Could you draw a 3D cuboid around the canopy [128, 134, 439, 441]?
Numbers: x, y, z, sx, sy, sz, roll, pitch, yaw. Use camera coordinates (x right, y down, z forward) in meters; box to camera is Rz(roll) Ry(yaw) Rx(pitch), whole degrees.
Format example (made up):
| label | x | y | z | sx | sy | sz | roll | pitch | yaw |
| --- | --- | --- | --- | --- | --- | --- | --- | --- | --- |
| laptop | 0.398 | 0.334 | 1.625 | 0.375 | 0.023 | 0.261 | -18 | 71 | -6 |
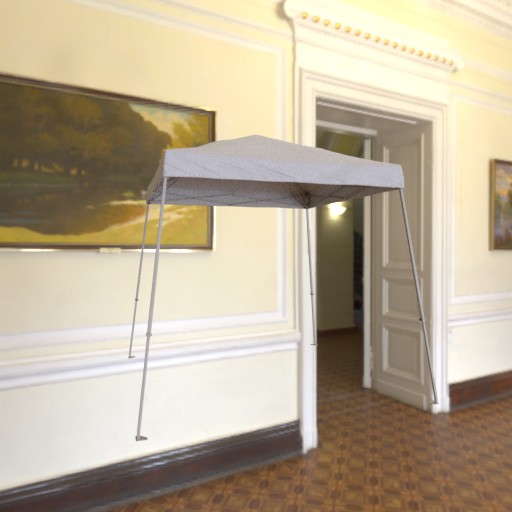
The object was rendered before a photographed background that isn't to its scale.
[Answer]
| label | x | y | z | sx | sy | sz | roll | pitch | yaw |
| --- | --- | --- | --- | --- | --- | --- | --- | --- | --- |
| canopy | 0.000 | 0.000 | 6.607 | 3.600 | 3.600 | 3.599 | 0 | 1 | -17 |
